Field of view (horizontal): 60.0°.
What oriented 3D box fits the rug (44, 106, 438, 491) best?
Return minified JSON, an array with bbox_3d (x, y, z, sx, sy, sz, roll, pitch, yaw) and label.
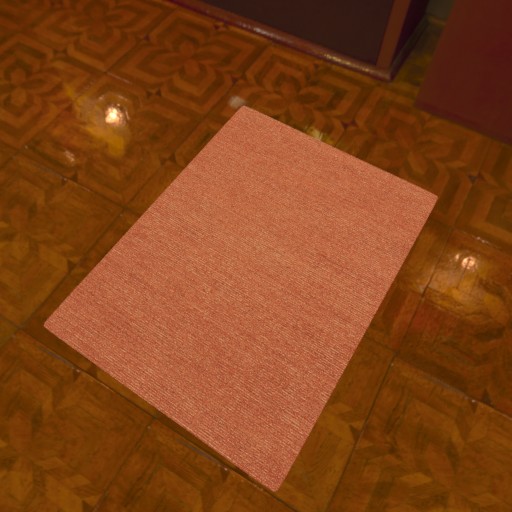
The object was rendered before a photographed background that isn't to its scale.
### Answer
[{"bbox_3d":[0.000,0.000,2.784,1.594,0.009,2.112,30,66,15],"label":"rug"}]
